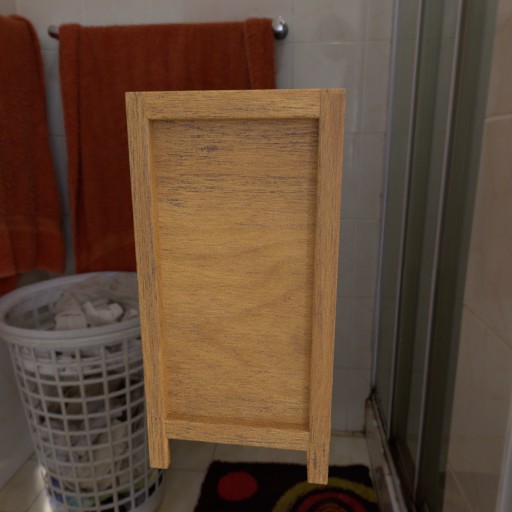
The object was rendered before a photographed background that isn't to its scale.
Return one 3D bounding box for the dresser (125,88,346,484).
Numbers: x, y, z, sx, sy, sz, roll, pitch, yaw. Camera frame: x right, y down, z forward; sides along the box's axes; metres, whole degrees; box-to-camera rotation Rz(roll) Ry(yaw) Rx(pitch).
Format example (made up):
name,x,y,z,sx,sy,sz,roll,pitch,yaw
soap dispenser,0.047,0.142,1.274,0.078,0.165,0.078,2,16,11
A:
name,x,y,z,sx,sy,sz,roll,pitch,yaw
dresser,0.000,0.000,1.269,0.427,0.804,0.804,2,14,8
